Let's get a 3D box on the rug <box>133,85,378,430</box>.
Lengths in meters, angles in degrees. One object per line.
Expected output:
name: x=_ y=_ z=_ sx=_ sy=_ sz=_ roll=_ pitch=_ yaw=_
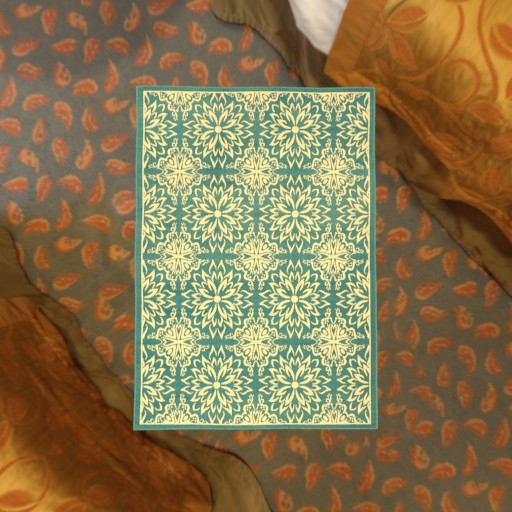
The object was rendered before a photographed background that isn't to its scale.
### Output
rug: x=0.000 y=0.000 z=2.845 sx=1.554 sy=0.012 sz=2.205 roll=0 pitch=88 yaw=-1
